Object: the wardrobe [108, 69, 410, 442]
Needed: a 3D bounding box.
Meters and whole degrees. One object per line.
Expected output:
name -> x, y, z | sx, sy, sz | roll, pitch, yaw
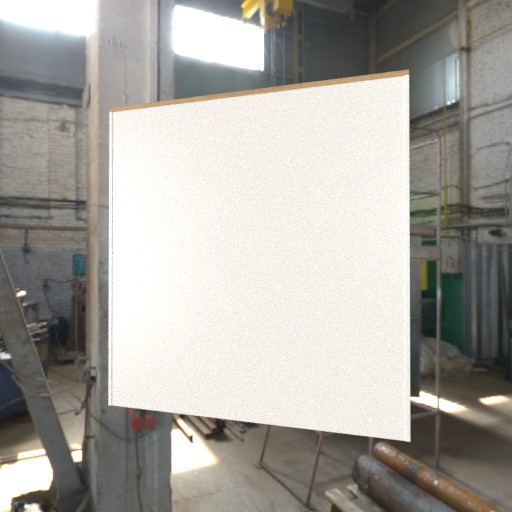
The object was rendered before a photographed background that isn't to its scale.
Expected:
wardrobe -> 0.000, 0.000, 3.309 | 2.160, 2.260, 0.590 | 0, -1, 18
